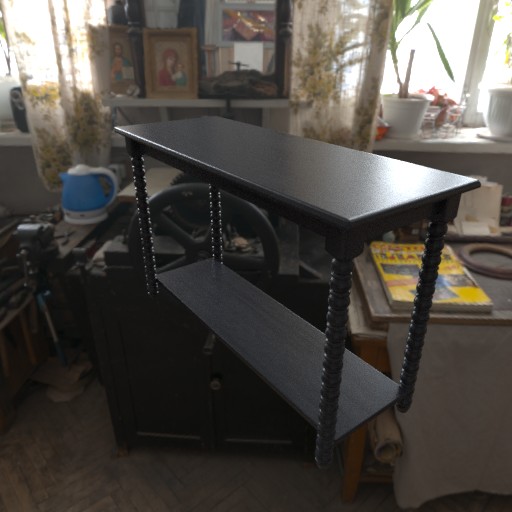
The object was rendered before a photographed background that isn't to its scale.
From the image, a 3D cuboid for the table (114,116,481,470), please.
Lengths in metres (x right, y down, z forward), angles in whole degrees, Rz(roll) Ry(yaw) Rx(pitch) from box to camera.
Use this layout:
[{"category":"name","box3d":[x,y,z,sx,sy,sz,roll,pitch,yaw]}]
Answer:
[{"category":"table","box3d":[0.000,0.000,1.506,0.459,0.735,1.184,-18,31,-32]}]
